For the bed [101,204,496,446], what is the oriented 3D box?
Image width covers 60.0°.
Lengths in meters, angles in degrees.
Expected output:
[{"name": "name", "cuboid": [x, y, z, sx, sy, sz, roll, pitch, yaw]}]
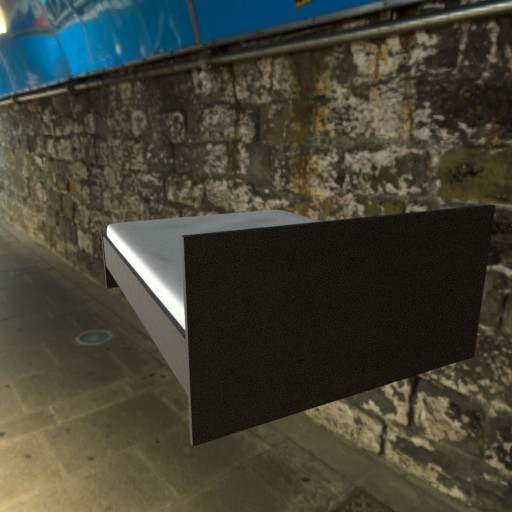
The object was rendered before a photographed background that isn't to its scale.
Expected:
[{"name": "bed", "cuboid": [0.000, 0.000, 2.820, 1.585, 0.823, 2.073, -7, 17, -26]}]
